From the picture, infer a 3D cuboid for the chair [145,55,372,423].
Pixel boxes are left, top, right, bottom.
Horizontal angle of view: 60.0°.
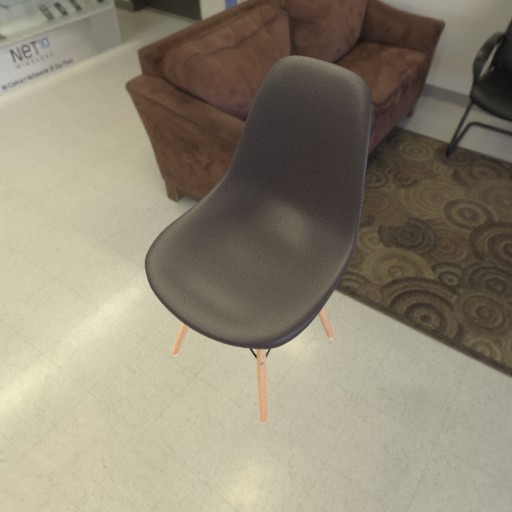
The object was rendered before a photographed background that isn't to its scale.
[{"bbox_3d":[0.000,0.000,1.152,0.470,0.825,0.533,30,54,25],"label":"chair"}]
